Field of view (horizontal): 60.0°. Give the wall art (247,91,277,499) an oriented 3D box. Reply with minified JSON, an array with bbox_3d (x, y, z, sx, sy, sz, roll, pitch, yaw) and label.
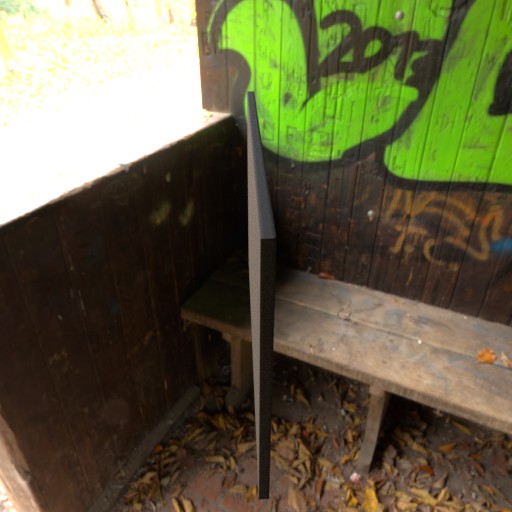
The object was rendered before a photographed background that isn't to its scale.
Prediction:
[{"bbox_3d":[0.000,0.000,1.201,0.026,0.656,0.958,-1,32,-2],"label":"wall art"}]
